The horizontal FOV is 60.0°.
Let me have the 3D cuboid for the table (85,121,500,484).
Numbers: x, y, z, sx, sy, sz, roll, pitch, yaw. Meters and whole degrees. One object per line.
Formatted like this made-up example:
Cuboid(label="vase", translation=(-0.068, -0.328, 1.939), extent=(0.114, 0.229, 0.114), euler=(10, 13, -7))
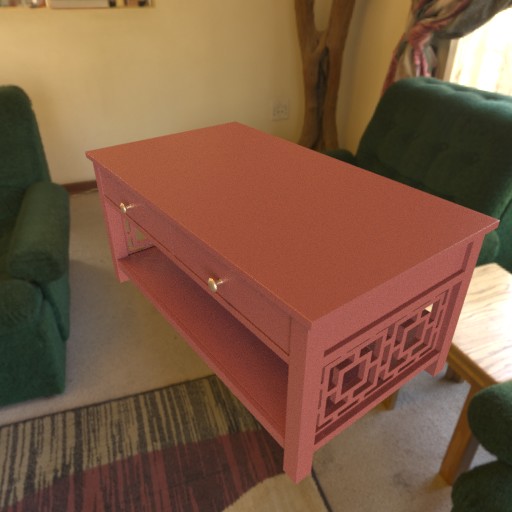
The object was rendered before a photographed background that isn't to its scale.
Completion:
Cuboid(label="table", translation=(0.000, 0.000, 1.363), extent=(0.612, 0.493, 1.068), euler=(-22, 38, -31))
